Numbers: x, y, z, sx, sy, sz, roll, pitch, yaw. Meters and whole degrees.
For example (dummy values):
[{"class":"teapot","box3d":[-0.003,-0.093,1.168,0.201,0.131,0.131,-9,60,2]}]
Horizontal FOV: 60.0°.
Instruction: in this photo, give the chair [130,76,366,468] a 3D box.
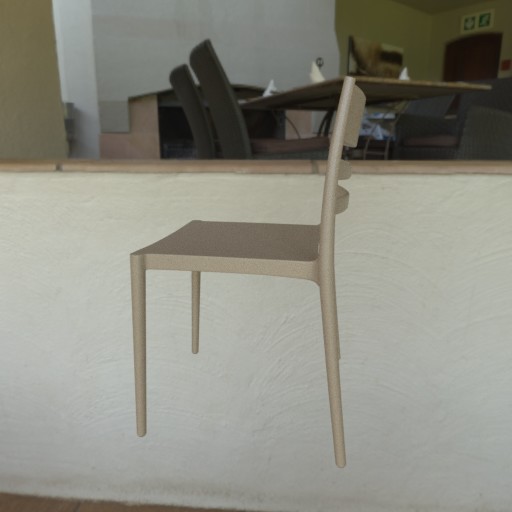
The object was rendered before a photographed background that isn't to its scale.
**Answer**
[{"class":"chair","box3d":[0.000,0.000,1.152,0.511,0.800,0.531,2,14,9]}]
